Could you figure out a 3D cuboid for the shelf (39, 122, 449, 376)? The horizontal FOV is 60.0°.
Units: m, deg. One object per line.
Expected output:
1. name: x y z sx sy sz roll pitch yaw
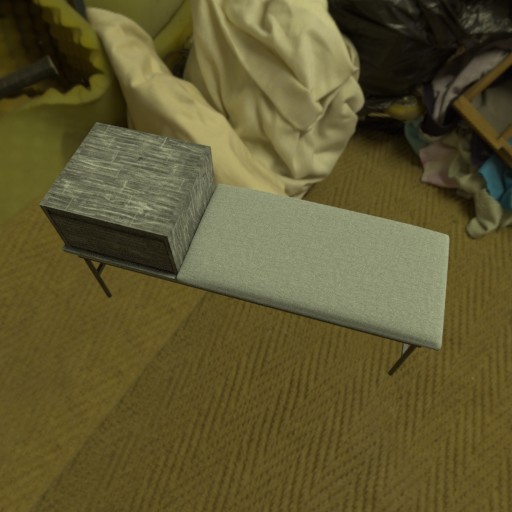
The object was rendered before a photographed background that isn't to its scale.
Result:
1. shelf: 0.000 0.000 1.678 1.342 0.633 0.457 14 59 9
